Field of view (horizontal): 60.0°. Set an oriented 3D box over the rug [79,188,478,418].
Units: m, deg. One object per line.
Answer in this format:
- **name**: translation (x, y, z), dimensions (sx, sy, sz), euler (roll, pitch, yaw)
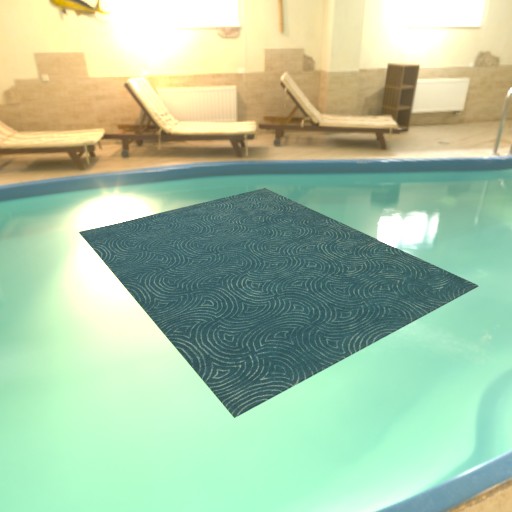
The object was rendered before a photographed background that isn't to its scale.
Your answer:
- **rug**: translation (0.000, 0.000, 4.192), dimensions (2.432, 0.012, 3.033), euler (-18, 33, -31)
